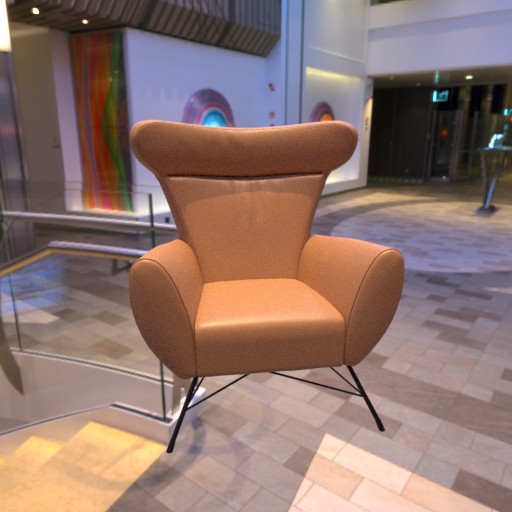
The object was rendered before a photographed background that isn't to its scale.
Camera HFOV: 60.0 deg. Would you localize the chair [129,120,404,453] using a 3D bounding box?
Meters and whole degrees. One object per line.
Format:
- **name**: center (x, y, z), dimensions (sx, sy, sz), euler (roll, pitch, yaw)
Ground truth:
- **chair**: center (0.000, 0.000, 1.770), dimensions (0.980, 1.050, 0.900), euler (-2, 16, -8)
